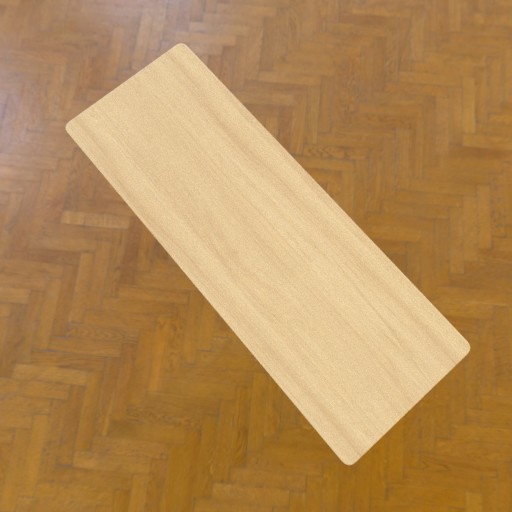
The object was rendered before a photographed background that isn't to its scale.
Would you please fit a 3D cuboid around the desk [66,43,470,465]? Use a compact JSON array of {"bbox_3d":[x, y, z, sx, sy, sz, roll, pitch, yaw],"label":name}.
[{"bbox_3d":[0.000,0.000,1.873,0.550,0.755,1.500,-40,80,-9],"label":"desk"}]
